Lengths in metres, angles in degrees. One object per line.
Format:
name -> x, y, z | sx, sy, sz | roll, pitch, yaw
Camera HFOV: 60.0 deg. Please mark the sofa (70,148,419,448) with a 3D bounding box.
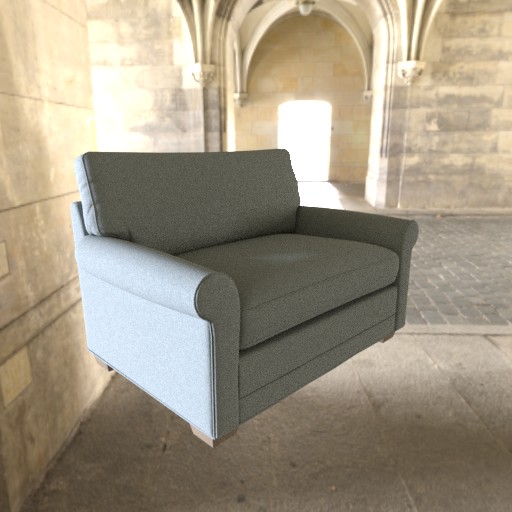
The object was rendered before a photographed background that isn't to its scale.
sofa -> 0.000, 0.000, 2.052 | 0.940, 0.953, 1.410 | 14, 20, 43
